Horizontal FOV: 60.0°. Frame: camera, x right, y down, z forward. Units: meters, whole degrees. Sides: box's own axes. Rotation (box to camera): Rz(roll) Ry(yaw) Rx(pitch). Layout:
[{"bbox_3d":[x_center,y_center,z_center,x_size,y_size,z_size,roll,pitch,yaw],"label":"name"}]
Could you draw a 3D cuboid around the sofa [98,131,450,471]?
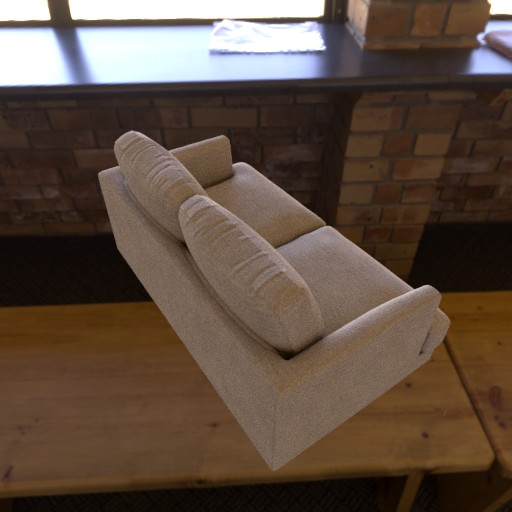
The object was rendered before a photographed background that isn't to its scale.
[{"bbox_3d":[0.000,0.000,2.106,0.903,0.944,1.582,-24,47,-25],"label":"sofa"}]
